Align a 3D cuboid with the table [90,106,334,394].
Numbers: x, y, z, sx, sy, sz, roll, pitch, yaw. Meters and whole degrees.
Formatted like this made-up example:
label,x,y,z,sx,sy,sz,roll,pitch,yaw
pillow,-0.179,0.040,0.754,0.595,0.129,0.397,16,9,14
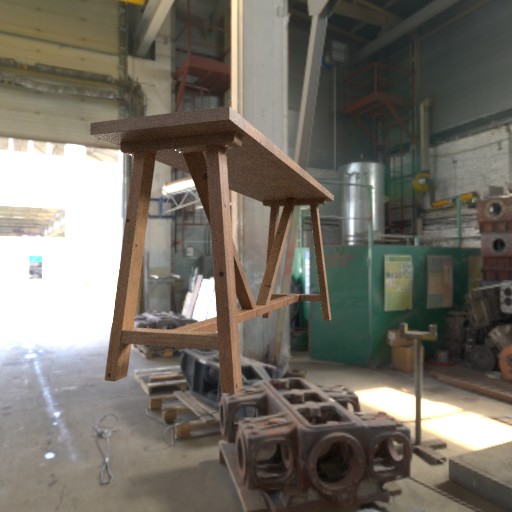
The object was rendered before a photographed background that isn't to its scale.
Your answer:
label,x,y,z,sx,sy,sz,roll,pitch,yaw
table,0.000,0.000,2.141,0.465,0.810,1.800,0,-1,19
